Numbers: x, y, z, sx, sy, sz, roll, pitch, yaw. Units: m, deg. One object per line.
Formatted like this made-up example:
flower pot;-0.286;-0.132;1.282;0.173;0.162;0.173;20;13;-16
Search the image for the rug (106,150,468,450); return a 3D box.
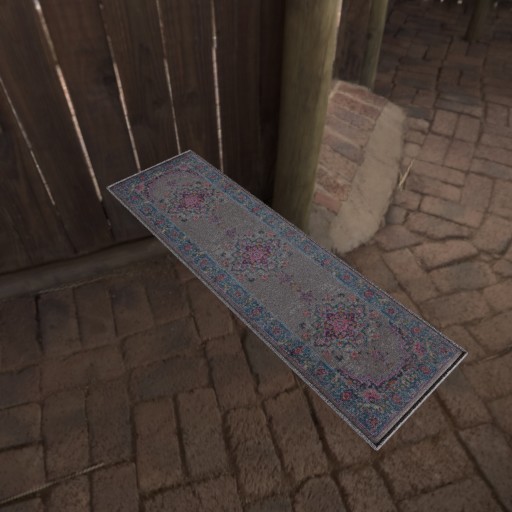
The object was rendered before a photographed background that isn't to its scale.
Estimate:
rug;0.000;0.000;2.033;0.553;0.012;1.827;-32;54;-27
